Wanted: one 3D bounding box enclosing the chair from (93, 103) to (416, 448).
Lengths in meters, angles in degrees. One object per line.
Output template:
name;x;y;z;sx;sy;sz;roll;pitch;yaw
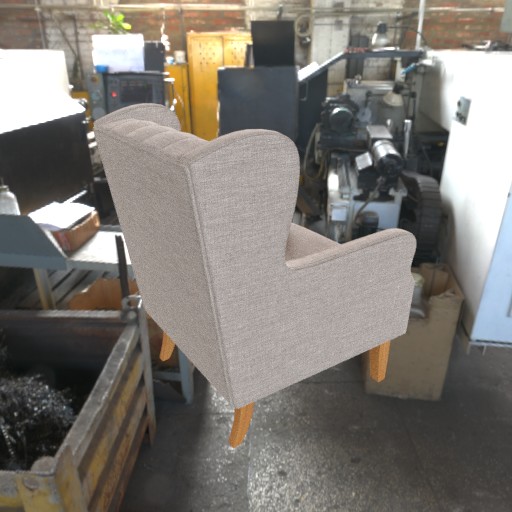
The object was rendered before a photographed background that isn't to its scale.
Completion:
chair;0.000;0.000;1.461;0.760;0.930;0.710;-17;30;-32
